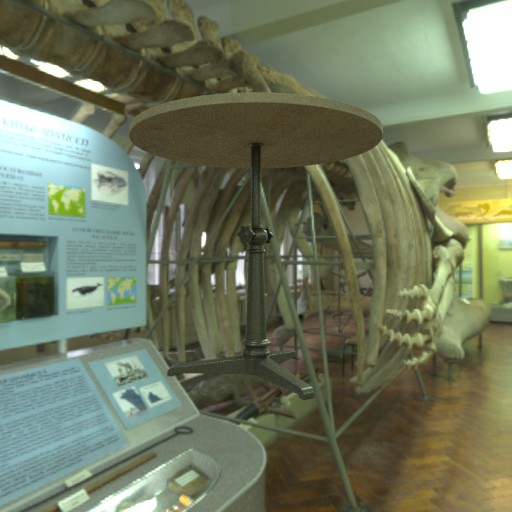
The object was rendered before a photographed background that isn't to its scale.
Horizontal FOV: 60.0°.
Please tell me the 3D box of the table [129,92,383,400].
[{"bbox_3d":[0.000,0.000,1.454,0.800,0.780,0.800,0,0,0],"label":"table"}]
